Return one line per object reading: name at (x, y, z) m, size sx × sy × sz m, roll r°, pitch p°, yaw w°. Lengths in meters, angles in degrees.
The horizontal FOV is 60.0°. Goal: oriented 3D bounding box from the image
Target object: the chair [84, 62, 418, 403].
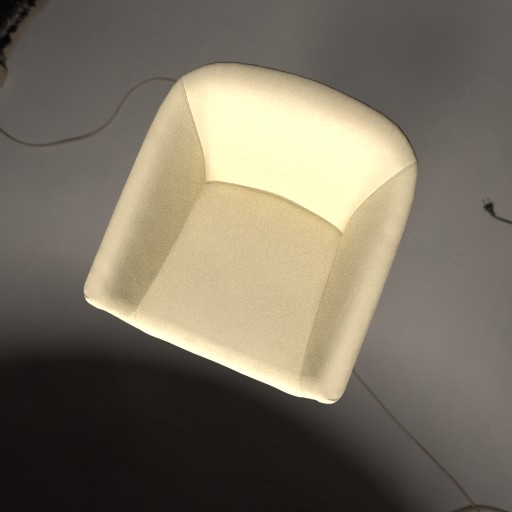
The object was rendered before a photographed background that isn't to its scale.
chair at (0.000, 0.000, 1.309) m, size 0.643 × 0.822 × 0.657 m, roll 22°, pitch 76°, yaw 6°
